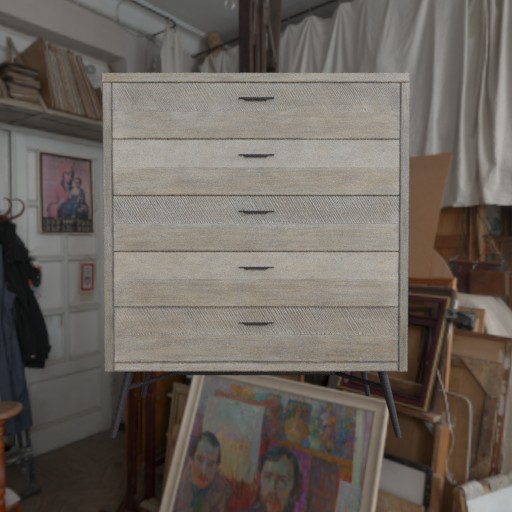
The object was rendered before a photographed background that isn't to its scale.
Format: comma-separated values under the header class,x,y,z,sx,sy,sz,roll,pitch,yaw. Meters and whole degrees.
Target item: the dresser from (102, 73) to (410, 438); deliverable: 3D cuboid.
class,x,y,z,sx,sy,sz,roll,pitch,yaw
dresser,0.000,0.000,1.696,1.016,1.219,0.457,0,1,0
